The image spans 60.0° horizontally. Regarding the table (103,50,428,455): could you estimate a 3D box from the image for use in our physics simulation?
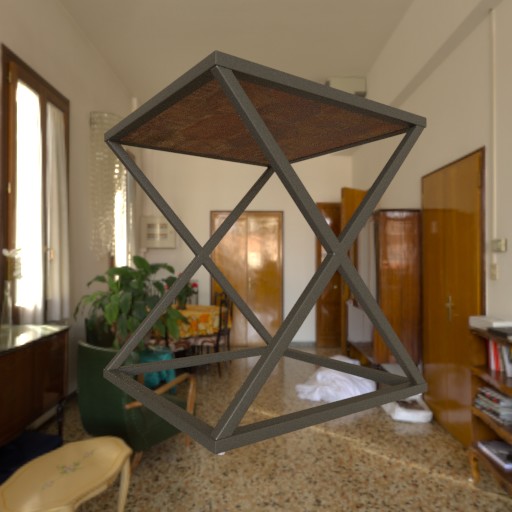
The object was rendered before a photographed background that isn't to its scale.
[{"bbox_3d":[0.000,0.000,0.959,0.500,0.565,0.500,0,-1,-36],"label":"table"}]
